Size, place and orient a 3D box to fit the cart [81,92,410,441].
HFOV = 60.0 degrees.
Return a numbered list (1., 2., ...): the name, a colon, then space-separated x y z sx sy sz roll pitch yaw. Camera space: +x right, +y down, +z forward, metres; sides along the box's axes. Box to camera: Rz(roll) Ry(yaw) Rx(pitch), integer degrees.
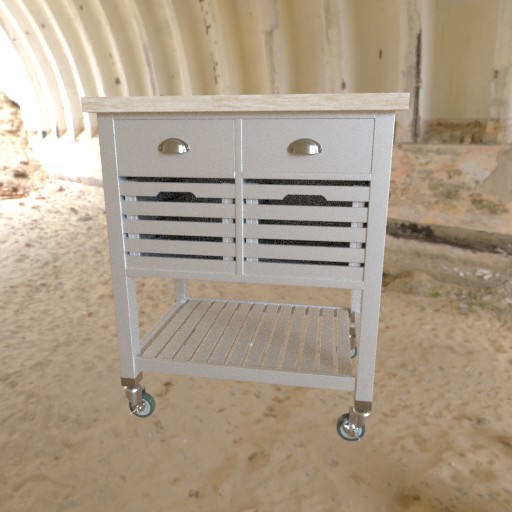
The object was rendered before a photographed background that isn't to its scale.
1. cart: 0.000 0.000 1.395 0.762 0.914 0.559 3 16 9
